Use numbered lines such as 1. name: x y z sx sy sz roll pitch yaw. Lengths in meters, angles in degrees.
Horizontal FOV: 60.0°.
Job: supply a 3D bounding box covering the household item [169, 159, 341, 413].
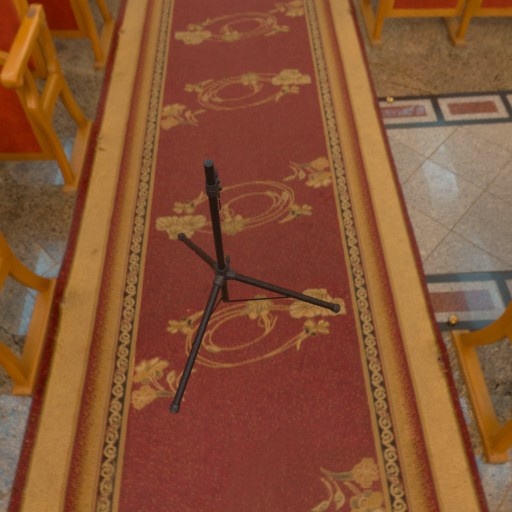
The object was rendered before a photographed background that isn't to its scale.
1. household item: 0.000 0.000 1.918 0.907 1.136 1.045 -1 57 -1
